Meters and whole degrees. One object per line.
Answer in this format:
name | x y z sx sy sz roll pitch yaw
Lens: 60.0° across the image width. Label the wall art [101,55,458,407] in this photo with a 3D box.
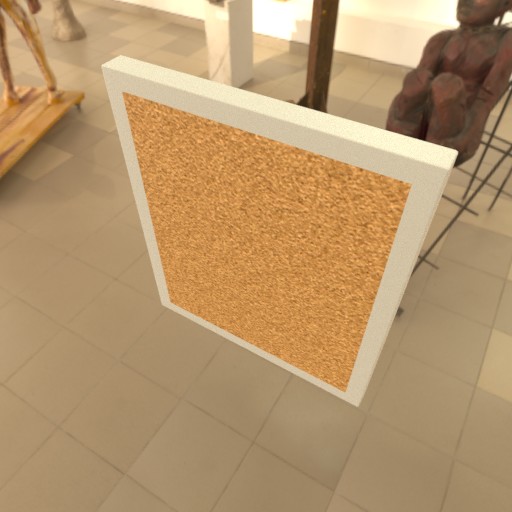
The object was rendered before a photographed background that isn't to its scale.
wall art | 0.000 0.000 0.514 0.331 0.381 0.028 23 51 21
